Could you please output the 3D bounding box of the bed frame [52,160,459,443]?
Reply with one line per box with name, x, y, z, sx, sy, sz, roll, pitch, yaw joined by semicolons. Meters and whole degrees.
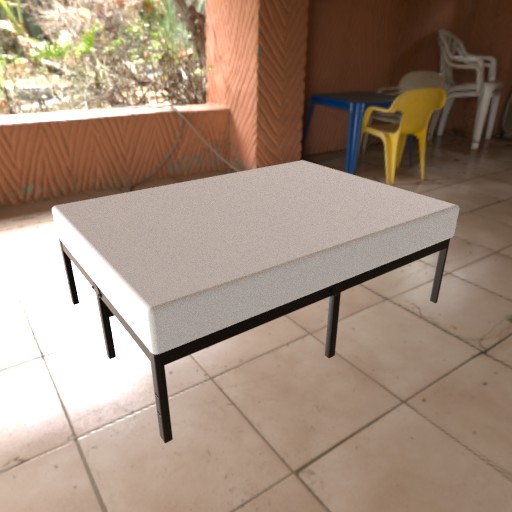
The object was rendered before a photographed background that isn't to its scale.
bed frame;0.000;0.000;2.733;1.956;0.659;1.408;-17;31;-32
